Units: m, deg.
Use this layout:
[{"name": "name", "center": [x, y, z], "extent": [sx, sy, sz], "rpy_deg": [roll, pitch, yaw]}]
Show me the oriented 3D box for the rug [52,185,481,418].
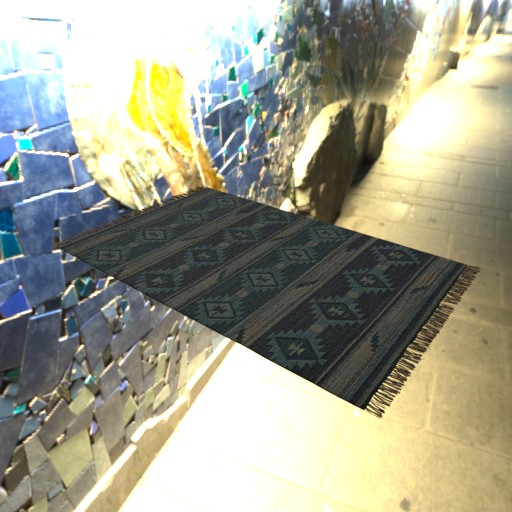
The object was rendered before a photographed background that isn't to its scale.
[{"name": "rug", "center": [0.000, 0.000, 2.316], "extent": [1.936, 0.028, 1.181], "rpy_deg": [21, 35, 33]}]
